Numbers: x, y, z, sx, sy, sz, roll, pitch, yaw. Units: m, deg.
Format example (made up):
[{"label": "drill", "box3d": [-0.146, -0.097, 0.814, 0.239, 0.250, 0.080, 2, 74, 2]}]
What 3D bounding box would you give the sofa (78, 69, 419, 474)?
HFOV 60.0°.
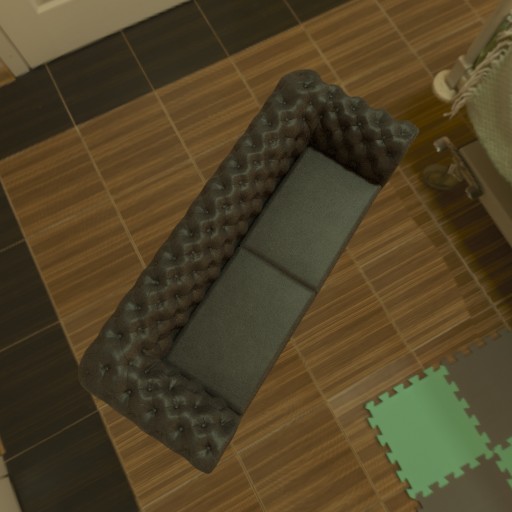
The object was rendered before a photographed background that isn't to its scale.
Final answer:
[{"label": "sofa", "box3d": [0.000, 0.000, 2.867, 0.944, 0.783, 2.385, 32, 77, 8]}]
